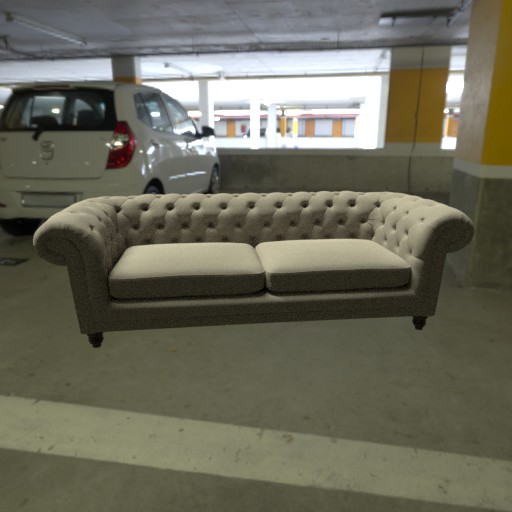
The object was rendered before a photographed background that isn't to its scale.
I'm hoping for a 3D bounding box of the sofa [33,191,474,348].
[{"bbox_3d":[0.000,0.000,2.876,2.411,0.749,0.991,-2,16,-7],"label":"sofa"}]
